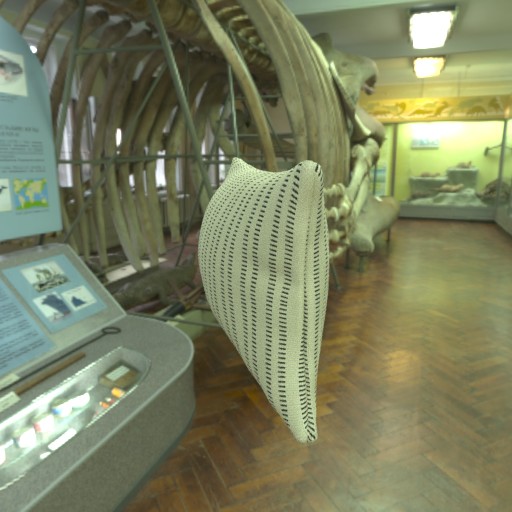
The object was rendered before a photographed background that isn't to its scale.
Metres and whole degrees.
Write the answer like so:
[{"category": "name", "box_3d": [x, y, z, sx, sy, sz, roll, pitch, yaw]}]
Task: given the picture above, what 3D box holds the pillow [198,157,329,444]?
[{"category": "pillow", "box_3d": [0.000, 0.000, 0.819, 0.210, 0.353, 0.640, -2, 13, -10]}]
